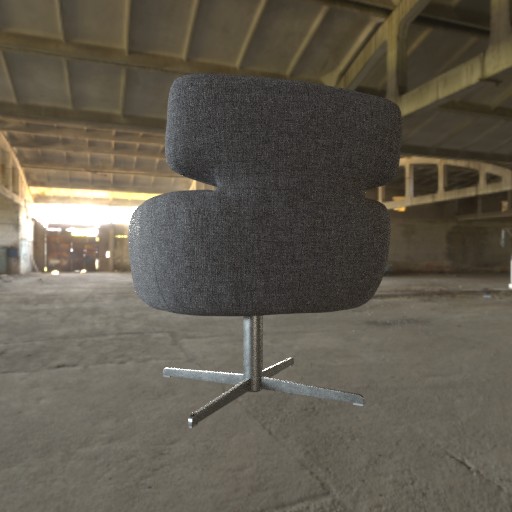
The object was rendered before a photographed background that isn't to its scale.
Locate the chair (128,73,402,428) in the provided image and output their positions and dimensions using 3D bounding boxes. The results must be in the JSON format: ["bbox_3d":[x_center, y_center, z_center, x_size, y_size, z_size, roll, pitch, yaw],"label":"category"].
[{"bbox_3d":[0.000,0.000,1.320,0.706,0.812,0.715,0,0,-19],"label":"chair"}]
